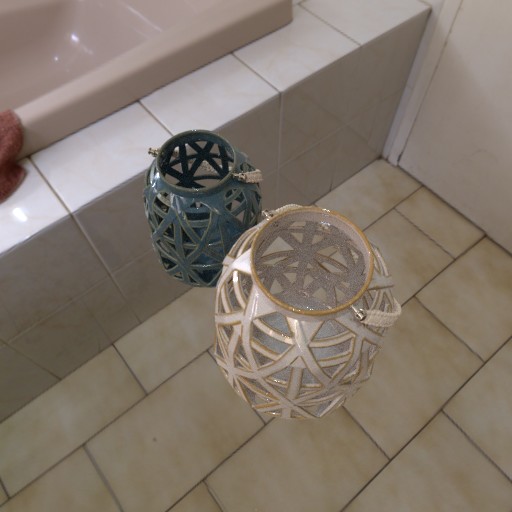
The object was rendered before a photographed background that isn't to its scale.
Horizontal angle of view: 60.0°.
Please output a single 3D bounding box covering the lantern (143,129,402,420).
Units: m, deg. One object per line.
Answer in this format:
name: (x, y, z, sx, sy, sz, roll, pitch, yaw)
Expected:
lantern: (0.000, 0.000, 0.623, 0.245, 0.307, 0.439, -33, 65, -17)
